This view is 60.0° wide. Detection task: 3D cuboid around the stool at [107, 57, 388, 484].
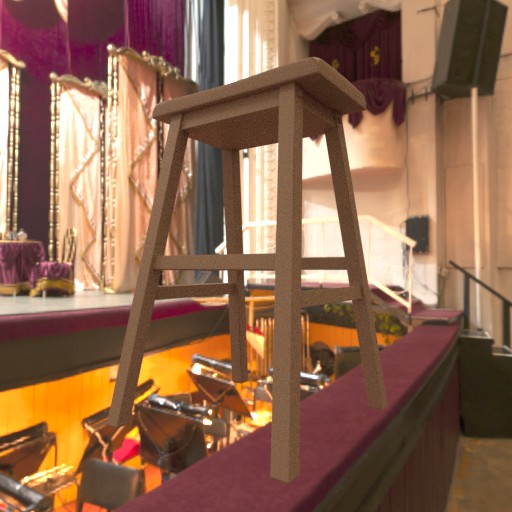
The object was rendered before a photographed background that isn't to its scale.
[{"bbox_3d":[0.000,0.000,1.033,0.457,0.737,0.476,-1,-2,35],"label":"stool"}]
